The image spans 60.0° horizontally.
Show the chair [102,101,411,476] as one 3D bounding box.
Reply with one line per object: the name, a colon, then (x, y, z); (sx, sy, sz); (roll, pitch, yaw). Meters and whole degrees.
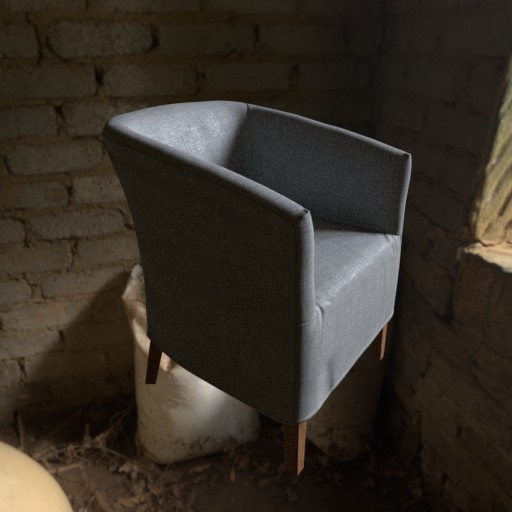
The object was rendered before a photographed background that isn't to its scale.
chair: (0.000, 0.000, 1.254); (0.668, 0.771, 0.600); (17, 31, 32)
